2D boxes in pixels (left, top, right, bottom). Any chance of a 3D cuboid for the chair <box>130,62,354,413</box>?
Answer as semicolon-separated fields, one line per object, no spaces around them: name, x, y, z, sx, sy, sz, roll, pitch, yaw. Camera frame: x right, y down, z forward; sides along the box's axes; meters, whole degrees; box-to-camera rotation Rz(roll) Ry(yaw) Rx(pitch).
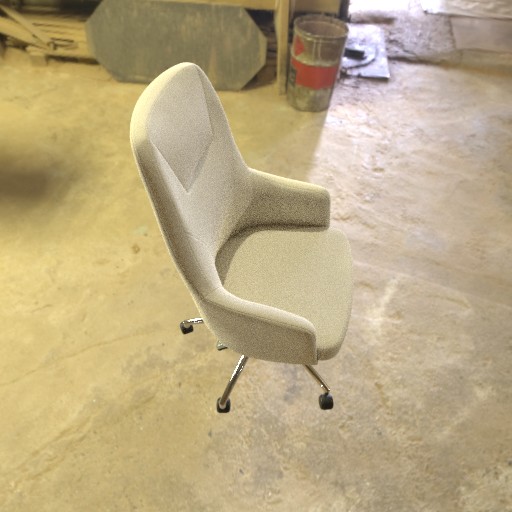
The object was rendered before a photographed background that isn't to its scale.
chair;0.000;0.000;1.399;0.640;1.049;0.620;8;47;7
